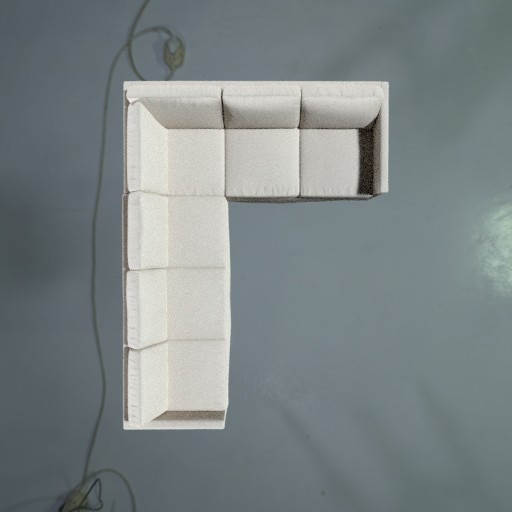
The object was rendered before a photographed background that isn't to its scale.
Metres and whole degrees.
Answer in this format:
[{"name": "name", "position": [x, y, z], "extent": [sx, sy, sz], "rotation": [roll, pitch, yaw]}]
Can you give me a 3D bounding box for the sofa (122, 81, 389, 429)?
[{"name": "sofa", "position": [0.000, 0.000, 4.278], "extent": [2.432, 0.871, 3.182], "rotation": [0, 91, -1]}]
